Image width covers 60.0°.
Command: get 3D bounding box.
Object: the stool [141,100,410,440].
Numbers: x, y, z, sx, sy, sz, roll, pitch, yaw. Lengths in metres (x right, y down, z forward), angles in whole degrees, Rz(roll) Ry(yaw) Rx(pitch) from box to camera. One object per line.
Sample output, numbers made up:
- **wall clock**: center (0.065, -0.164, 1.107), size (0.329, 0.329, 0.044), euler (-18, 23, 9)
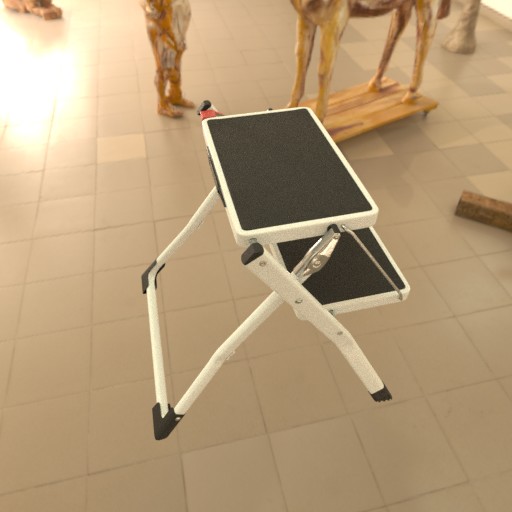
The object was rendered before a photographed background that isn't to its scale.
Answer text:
- **stool**: center (0.000, 0.000, 0.851), size (0.490, 0.445, 0.485), euler (-10, 47, -9)
